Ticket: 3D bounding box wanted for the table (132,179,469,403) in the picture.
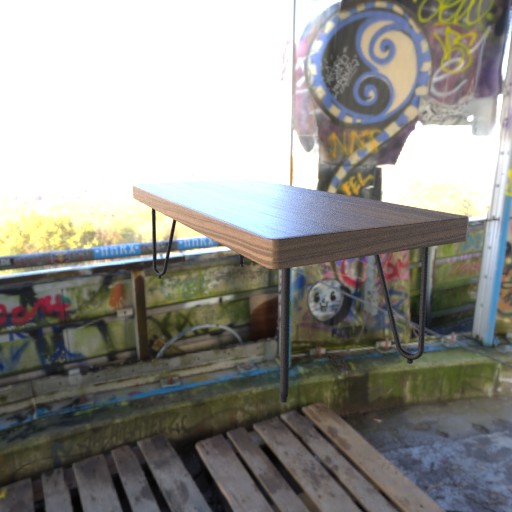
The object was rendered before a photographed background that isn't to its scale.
[{"bbox_3d":[0.000,0.000,1.729,0.637,0.468,1.375,-8,17,-26],"label":"table"}]
